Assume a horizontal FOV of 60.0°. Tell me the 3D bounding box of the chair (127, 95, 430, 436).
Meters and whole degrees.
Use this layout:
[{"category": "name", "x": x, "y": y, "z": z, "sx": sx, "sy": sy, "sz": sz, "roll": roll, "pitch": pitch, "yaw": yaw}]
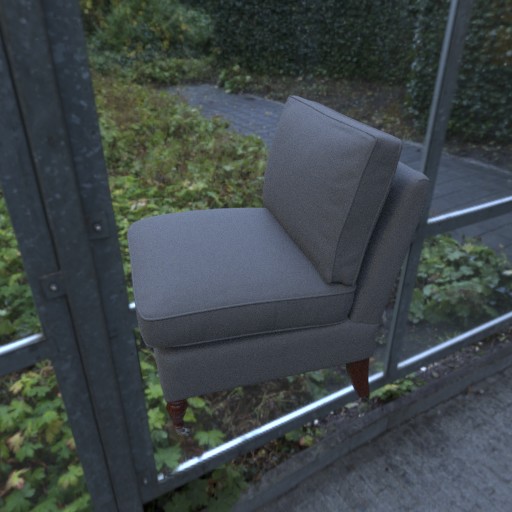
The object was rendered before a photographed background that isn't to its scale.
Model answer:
[{"category": "chair", "x": 0.000, "y": 0.000, "z": 1.695, "sx": 0.924, "sy": 1.045, "sz": 0.724, "roll": -8, "pitch": 31, "yaw": -15}]
